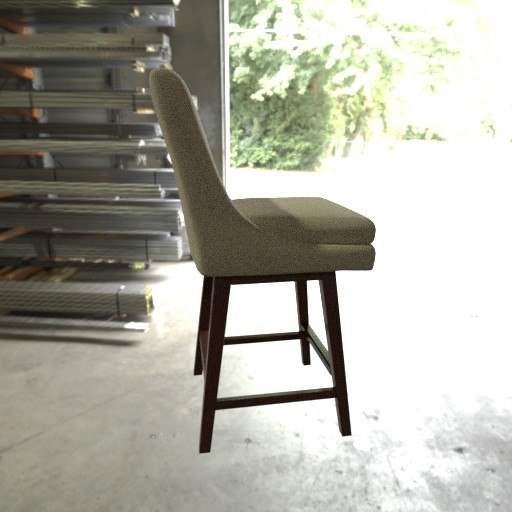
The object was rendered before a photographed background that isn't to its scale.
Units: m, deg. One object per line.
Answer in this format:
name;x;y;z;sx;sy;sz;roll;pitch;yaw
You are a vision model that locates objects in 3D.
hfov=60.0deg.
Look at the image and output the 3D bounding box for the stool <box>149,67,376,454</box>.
stool;0.000;0.000;1.324;0.559;0.991;0.483;-3;16;-9
